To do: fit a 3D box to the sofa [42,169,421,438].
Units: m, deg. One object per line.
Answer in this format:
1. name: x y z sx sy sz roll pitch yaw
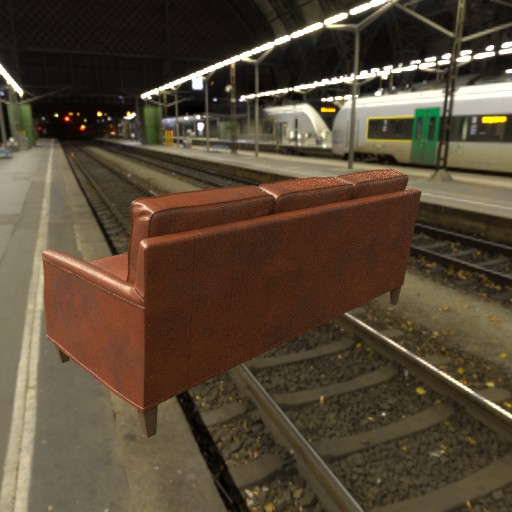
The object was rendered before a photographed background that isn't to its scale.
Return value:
1. sofa: 0.000 0.000 2.753 2.240 1.003 1.084 -15 22 -43
